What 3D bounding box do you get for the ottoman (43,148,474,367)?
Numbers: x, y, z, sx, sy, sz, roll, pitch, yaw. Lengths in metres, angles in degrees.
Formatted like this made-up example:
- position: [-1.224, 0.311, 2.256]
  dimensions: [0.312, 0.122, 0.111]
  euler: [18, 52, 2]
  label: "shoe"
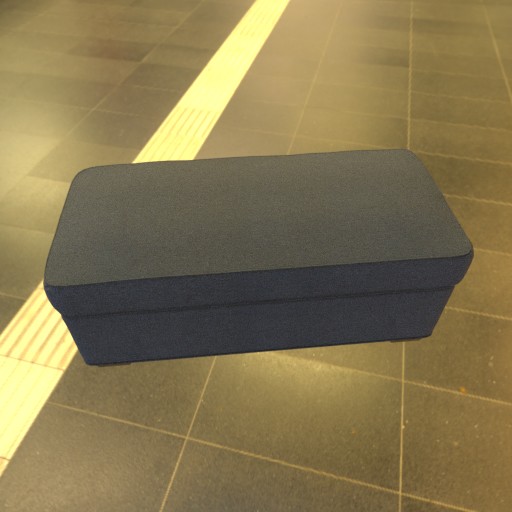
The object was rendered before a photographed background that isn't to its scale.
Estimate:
- position: [0.000, 0.000, 1.406]
  dimensions: [1.110, 0.460, 0.515]
  euler: [-4, 46, -4]
  label: "ottoman"
